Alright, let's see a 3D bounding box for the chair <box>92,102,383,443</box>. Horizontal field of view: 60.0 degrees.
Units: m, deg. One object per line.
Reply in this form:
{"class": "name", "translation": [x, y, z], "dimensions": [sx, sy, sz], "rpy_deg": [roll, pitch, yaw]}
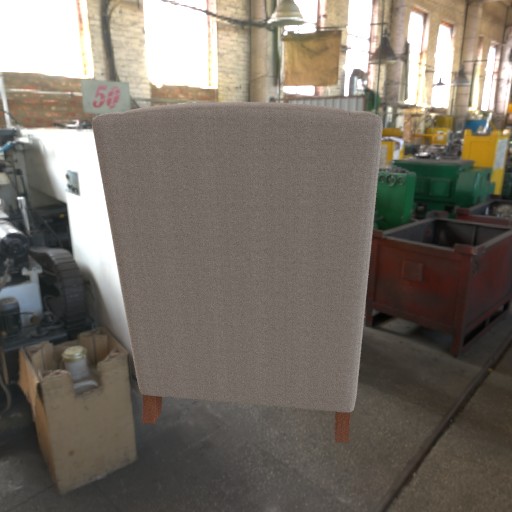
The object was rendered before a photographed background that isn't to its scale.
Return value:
{"class": "chair", "translation": [0.000, 0.000, 1.599], "dimensions": [0.715, 1.017, 0.890], "rpy_deg": [2, 17, 8]}
